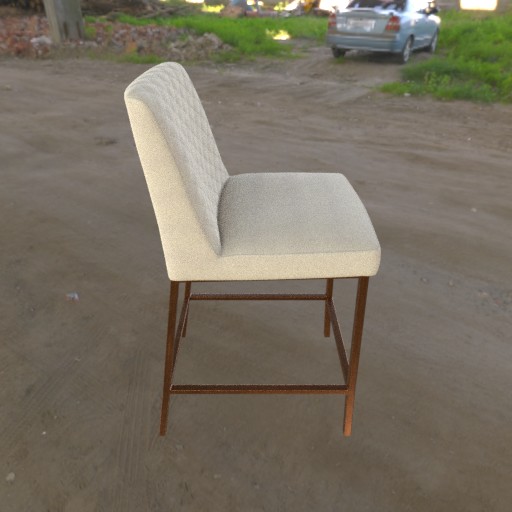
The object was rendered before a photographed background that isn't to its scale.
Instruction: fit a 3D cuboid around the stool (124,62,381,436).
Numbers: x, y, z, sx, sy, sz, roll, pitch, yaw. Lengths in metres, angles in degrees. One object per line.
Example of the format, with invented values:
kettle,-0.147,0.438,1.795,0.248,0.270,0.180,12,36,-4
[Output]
stool,0.000,0.000,1.255,0.576,0.973,0.507,0,31,0
